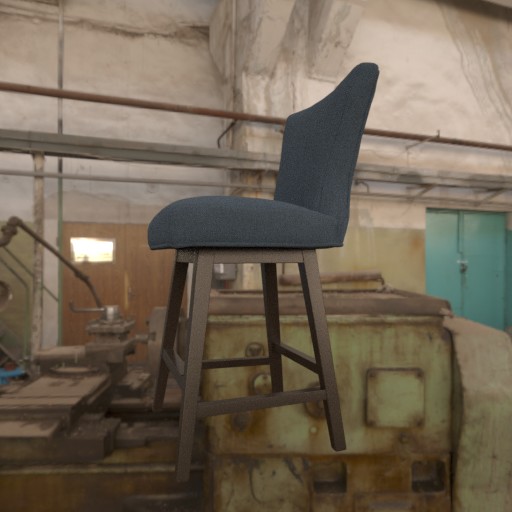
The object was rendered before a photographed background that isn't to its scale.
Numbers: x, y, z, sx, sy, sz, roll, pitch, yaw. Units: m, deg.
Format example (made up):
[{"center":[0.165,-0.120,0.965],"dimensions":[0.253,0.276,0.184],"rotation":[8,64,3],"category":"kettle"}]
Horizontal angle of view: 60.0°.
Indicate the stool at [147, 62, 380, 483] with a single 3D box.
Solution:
[{"center":[0.000,0.000,1.290],"dimensions":[0.574,1.000,0.514],"rotation":[0,0,-19],"category":"stool"}]
